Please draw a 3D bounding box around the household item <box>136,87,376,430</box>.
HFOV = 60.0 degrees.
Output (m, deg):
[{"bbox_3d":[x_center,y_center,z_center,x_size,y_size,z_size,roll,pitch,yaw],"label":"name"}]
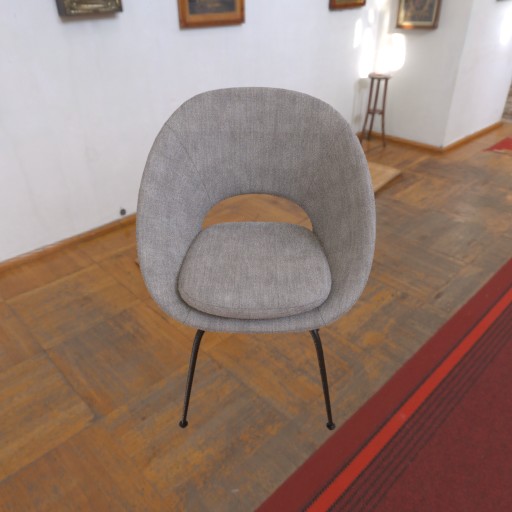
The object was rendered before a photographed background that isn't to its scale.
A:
[{"bbox_3d":[0.000,0.000,1.330,0.643,0.869,0.587,0,31,1],"label":"household item"}]
